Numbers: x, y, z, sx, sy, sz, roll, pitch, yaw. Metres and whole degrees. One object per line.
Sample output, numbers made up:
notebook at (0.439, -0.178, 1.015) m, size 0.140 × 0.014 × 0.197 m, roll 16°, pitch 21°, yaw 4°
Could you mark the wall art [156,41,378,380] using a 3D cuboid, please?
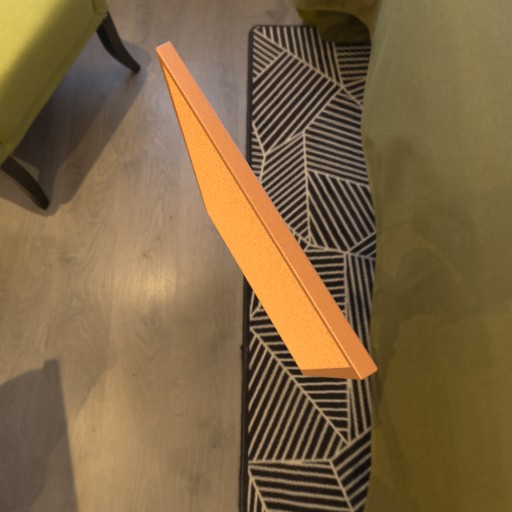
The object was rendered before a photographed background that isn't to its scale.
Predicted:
wall art at (0.000, 0.000, 0.520) m, size 0.015 × 0.379 × 0.310 m, roll -30°, pitch 77°, yaw -7°
